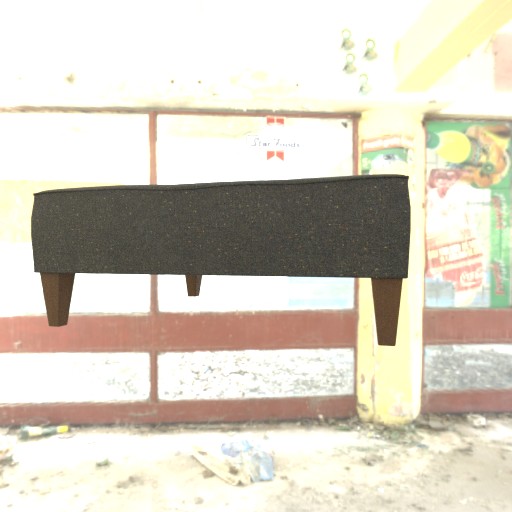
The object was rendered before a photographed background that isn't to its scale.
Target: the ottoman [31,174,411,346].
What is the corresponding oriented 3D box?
[{"bbox_3d":[0.000,0.000,1.524,0.968,0.382,1.004,0,0,17],"label":"ottoman"}]
